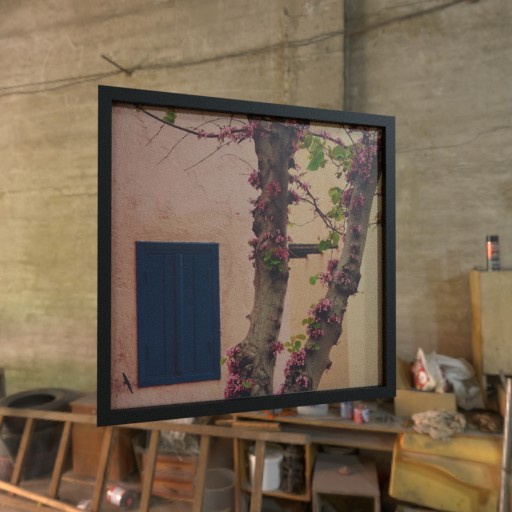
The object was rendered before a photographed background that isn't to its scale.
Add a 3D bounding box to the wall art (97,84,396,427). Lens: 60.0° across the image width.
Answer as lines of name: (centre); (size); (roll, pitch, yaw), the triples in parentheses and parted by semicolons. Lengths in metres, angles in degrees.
wall art: (0.000, 0.000, 0.454); (0.305, 0.304, 0.038); (0, -1, -17)
